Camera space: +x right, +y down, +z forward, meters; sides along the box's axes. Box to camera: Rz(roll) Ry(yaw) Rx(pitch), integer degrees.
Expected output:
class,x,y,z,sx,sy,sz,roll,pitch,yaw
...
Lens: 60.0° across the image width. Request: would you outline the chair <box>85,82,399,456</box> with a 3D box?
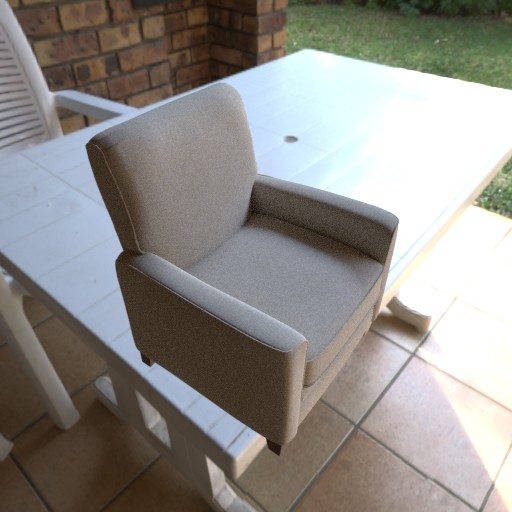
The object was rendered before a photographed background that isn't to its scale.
class,x,y,z,sx,sy,sz,roll,pitch,yaw
chair,0.000,0.000,1.687,0.859,1.023,0.845,25,45,27
